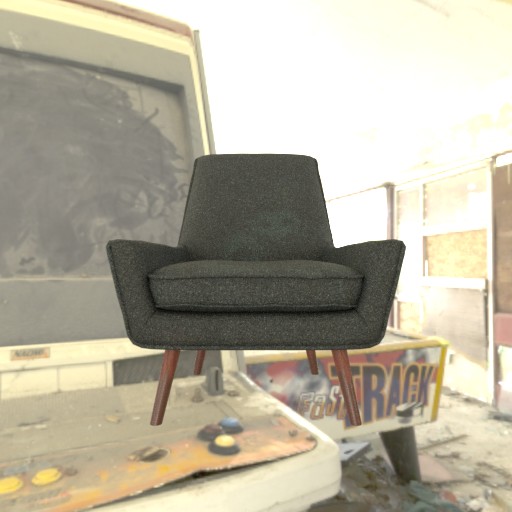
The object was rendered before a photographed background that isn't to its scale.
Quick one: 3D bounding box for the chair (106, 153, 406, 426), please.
[{"bbox_3d":[0.000,0.000,1.523,0.763,0.883,0.859,0,-2,0],"label":"chair"}]
